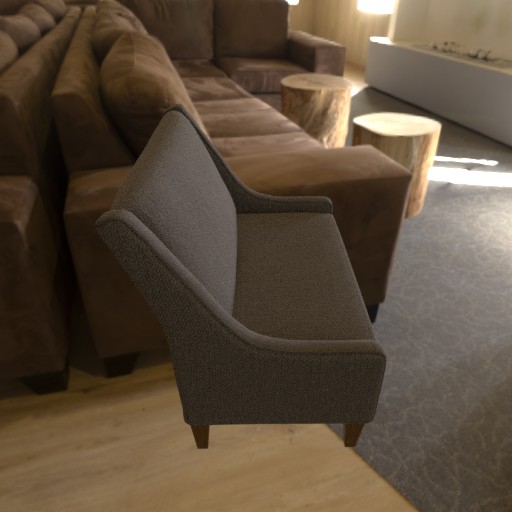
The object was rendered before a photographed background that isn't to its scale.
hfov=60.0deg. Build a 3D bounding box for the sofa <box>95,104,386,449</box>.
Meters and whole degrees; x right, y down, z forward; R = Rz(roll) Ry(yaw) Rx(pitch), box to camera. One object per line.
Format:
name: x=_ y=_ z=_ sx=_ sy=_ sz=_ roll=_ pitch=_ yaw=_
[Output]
sofa: x=0.000 y=0.000 z=1.934 sx=0.873 sy=1.022 sz=1.242 roll=0 pitch=33 yaw=-1
